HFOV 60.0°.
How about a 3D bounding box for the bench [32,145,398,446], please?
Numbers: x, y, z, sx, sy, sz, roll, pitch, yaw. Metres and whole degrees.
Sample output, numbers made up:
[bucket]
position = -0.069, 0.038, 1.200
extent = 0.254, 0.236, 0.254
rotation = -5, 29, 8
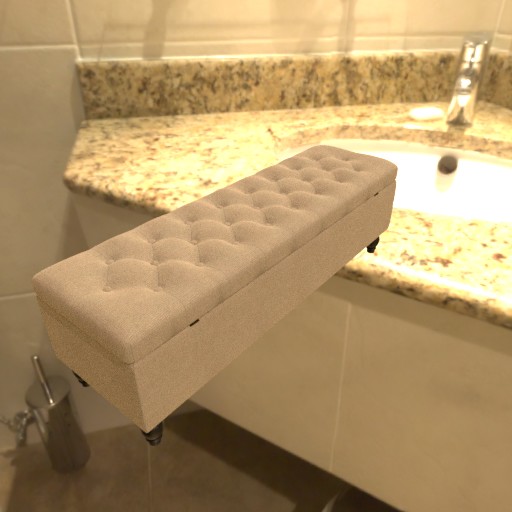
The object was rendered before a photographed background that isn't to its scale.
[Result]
[bench]
position = 0.000, 0.000, 1.700
extent = 0.455, 0.467, 1.480
rotation = 23, 39, 32
